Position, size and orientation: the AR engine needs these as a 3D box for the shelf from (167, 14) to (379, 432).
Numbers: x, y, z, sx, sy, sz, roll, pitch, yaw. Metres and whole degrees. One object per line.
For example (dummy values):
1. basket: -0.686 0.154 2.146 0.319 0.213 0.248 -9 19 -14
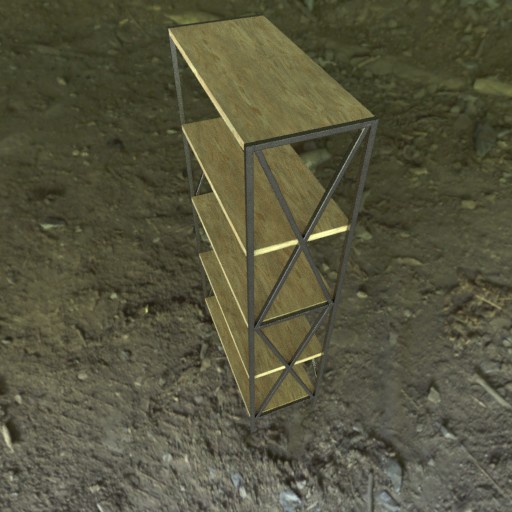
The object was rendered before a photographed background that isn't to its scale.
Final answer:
1. shelf: 0.000 0.000 2.096 0.386 1.803 0.874 -15 49 -14
